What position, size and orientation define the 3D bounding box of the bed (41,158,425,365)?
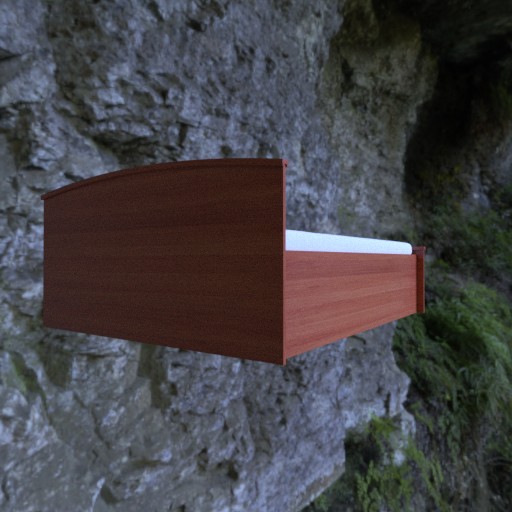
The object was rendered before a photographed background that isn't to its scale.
[{"bbox_3d":[0.000,0.000,2.986,1.683,0.848,2.053,0,-1,35],"label":"bed"}]
